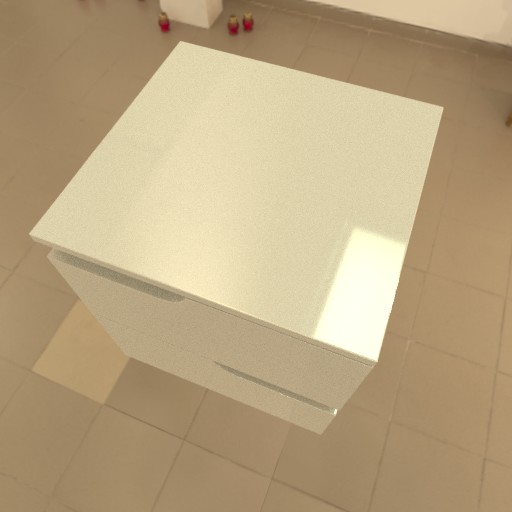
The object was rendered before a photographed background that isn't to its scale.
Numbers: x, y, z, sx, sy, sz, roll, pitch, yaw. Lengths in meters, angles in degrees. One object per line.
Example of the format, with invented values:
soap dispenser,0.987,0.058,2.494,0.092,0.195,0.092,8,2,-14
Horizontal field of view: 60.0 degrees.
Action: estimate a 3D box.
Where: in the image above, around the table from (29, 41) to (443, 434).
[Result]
table,0.000,0.000,0.781,0.420,0.470,0.400,19,61,11
